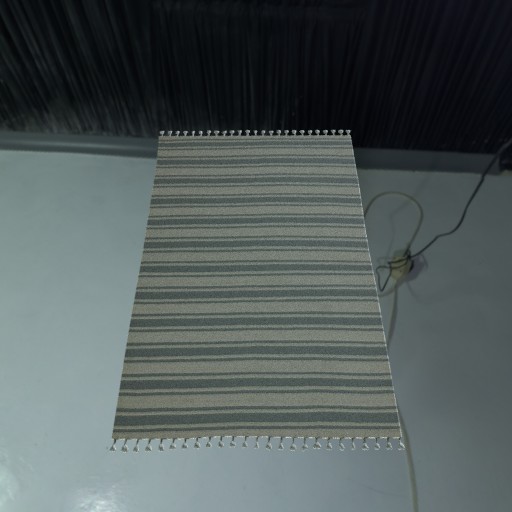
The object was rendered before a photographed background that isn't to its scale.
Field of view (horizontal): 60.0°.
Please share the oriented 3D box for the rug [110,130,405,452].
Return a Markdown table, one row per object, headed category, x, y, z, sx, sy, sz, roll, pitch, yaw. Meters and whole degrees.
| category | x | y | z | sx | sy | sz | roll | pitch | yaw |
| --- | --- | --- | --- | --- | --- | --- | --- | --- | --- |
| rug | 0.000 | 0.000 | 2.949 | 1.539 | 0.011 | 2.410 | 0 | 58 | 0 |
